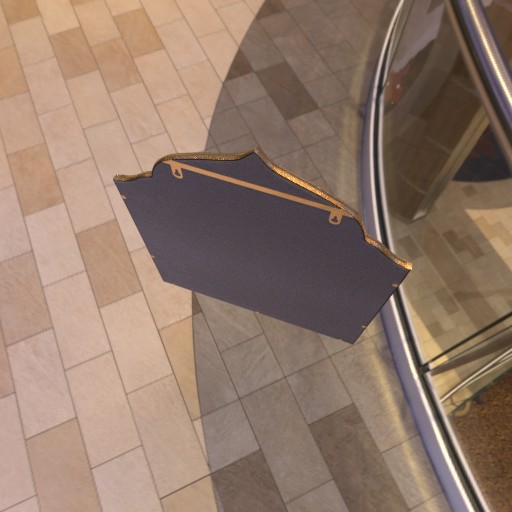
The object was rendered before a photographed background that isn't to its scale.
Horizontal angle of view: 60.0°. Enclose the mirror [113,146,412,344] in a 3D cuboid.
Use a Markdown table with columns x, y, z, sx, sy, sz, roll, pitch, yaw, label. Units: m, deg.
| x | y | z | sx | sy | sz | roll | pitch | yaw | label |
| --- | --- | --- | --- | --- | --- | --- | --- | --- | --- |
| 0.000 | 0.000 | 0.846 | 0.513 | 0.635 | 0.018 | 17 | 66 | 8 | mirror |
